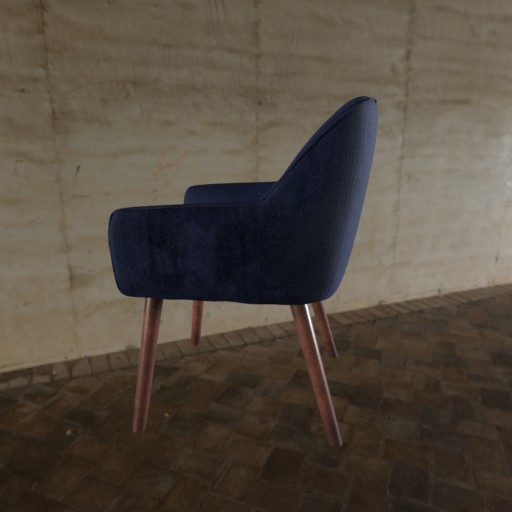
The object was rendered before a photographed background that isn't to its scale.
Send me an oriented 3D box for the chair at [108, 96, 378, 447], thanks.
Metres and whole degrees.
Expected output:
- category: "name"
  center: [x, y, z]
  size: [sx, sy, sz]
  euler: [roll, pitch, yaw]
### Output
- category: "chair"
  center: [0.000, 0.000, 1.260]
  size: [0.600, 0.820, 0.600]
  euler: [2, 14, 9]
